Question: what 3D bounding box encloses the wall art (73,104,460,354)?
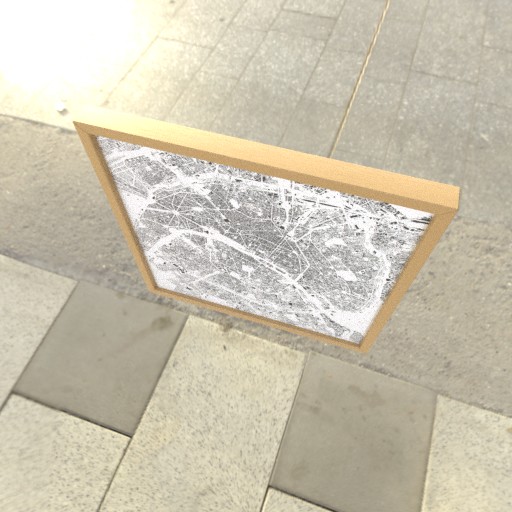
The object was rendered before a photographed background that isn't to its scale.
[{"bbox_3d":[0.000,0.000,0.785,0.509,0.509,0.036,15,60,9],"label":"wall art"}]
